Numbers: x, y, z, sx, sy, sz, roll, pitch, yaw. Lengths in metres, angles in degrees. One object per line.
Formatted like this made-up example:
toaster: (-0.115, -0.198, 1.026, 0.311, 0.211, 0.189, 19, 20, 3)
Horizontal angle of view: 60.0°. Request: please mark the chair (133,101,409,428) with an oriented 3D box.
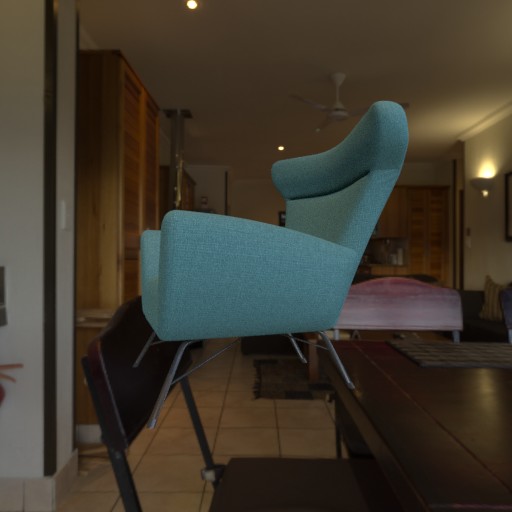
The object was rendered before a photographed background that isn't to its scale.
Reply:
chair: (0.000, 0.000, 1.750, 0.900, 0.980, 1.050, 0, -1, -18)
